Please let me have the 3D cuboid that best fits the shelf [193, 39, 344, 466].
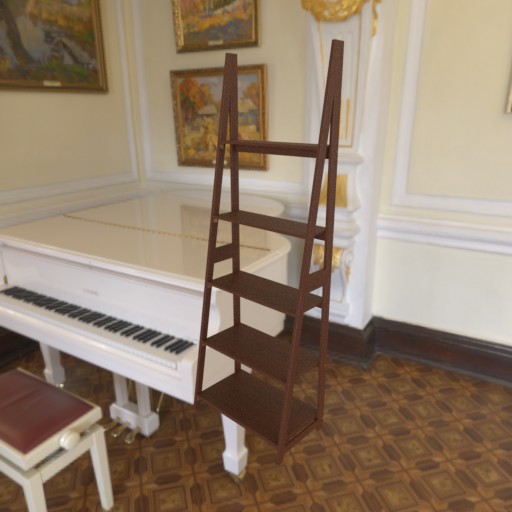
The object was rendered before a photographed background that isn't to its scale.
[{"bbox_3d":[0.000,0.000,2.032,0.600,1.770,0.350,16,24,40],"label":"shelf"}]
